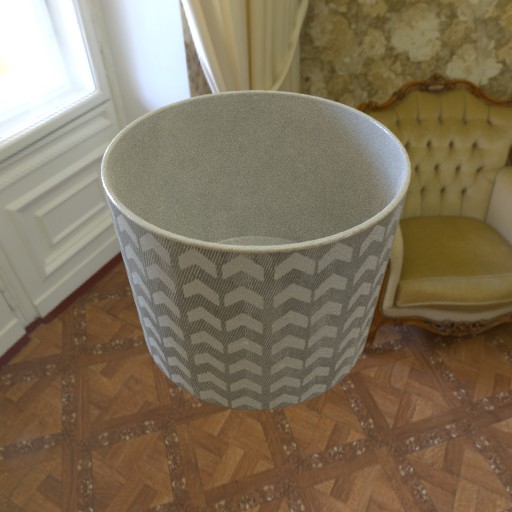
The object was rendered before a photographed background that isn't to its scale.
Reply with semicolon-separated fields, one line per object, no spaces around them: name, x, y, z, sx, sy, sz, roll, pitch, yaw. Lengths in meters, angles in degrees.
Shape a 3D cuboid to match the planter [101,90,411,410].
planter;0.000;0.000;0.448;0.250;0.239;0.250;0;42;0
